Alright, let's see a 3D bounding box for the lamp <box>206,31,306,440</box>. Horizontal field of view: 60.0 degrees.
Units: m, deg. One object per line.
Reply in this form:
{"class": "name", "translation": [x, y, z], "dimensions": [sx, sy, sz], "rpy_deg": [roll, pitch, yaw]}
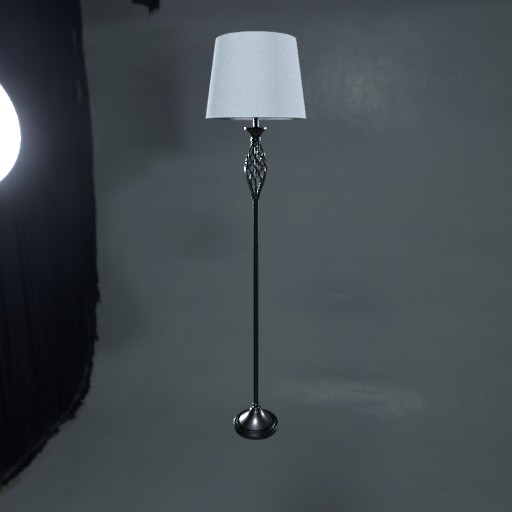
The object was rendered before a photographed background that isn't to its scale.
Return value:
{"class": "lamp", "translation": [0.000, 0.000, 1.823], "dimensions": [0.379, 1.623, 0.379], "rpy_deg": [0, 16, 0]}
